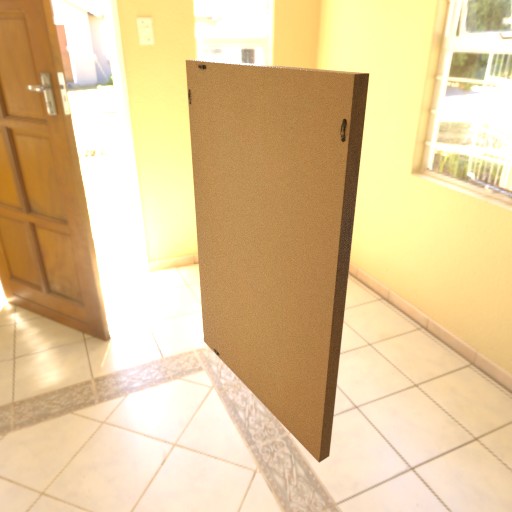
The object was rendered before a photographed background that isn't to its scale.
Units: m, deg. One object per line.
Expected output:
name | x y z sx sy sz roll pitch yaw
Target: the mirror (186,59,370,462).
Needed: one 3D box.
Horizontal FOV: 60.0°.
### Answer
mirror | 0.000 0.000 1.155 0.040 0.915 0.609 -17 31 -31
